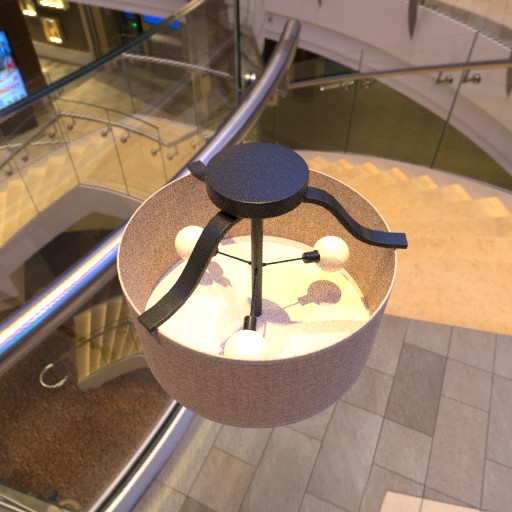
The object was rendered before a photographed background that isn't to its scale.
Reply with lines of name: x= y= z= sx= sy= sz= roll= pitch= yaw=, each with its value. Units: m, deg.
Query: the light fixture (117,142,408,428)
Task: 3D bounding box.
light fixture: x=0.000 y=0.000 z=0.646 sx=0.390 sy=0.306 sz=0.390 roll=0 pitch=46 yaw=0
